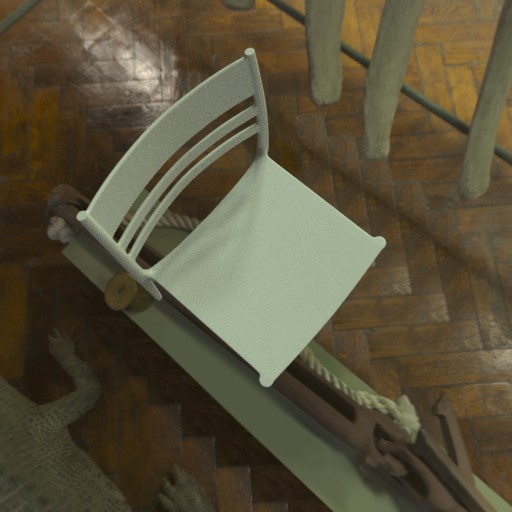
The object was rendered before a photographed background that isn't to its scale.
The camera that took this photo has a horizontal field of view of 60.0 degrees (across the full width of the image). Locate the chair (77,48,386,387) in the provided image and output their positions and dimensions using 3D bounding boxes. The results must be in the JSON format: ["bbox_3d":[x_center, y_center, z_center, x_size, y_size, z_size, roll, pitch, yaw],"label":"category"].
[{"bbox_3d":[0.000,0.000,1.172,0.511,0.800,0.531,40,79,10],"label":"chair"}]
